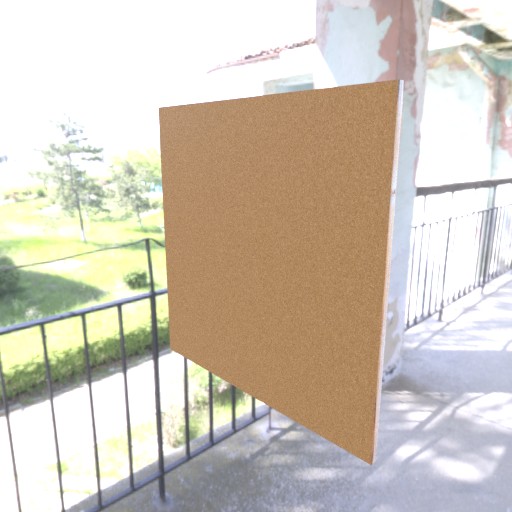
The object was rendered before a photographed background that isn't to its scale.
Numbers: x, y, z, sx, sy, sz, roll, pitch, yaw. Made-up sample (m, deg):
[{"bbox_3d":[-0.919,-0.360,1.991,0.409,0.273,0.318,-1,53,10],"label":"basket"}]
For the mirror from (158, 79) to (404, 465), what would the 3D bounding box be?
[{"bbox_3d":[0.000,0.000,1.191,0.061,0.804,0.804,-13,19,-42],"label":"mirror"}]
